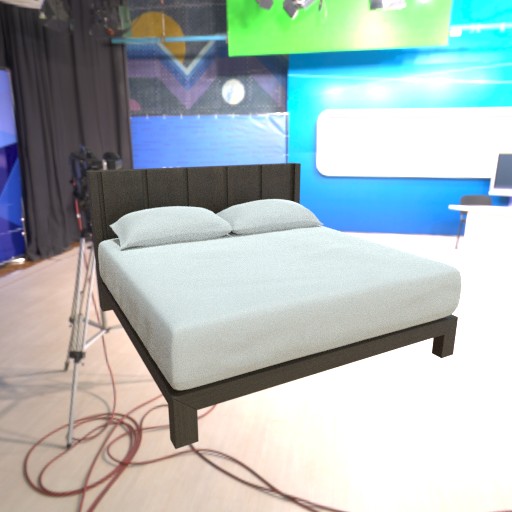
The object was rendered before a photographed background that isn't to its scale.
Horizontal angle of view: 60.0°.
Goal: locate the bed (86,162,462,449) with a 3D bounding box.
[{"bbox_3d":[0.000,0.000,3.540,2.143,1.261,2.238,-8,18,-27],"label":"bed"}]
